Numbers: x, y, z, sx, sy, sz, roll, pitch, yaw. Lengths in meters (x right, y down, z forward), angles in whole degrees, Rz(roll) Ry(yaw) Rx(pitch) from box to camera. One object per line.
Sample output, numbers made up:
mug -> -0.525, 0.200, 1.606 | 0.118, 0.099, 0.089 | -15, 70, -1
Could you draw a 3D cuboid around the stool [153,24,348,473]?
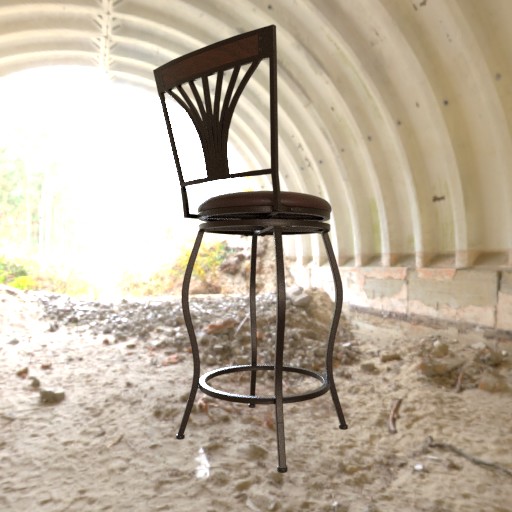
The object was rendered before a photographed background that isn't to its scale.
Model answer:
stool -> 0.000, 0.000, 1.374 | 0.433, 1.117, 0.514 | -1, -2, 36
